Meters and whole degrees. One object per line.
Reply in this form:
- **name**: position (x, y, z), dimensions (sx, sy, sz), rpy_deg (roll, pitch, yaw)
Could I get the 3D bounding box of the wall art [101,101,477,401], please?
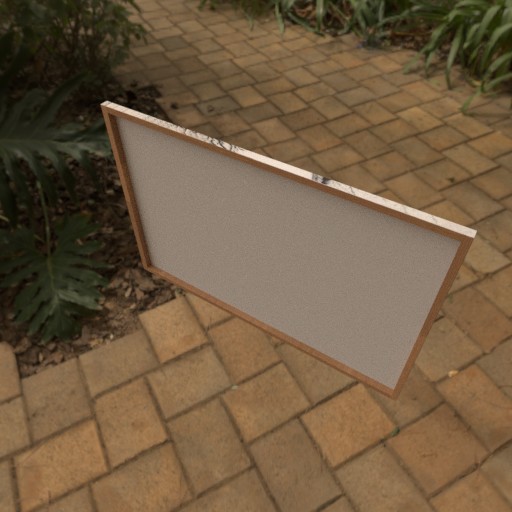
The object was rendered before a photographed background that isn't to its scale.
- **wall art**: position (0.000, 0.000, 1.165), dimensions (0.914, 0.607, 0.023), rpy_deg (24, 50, 22)
